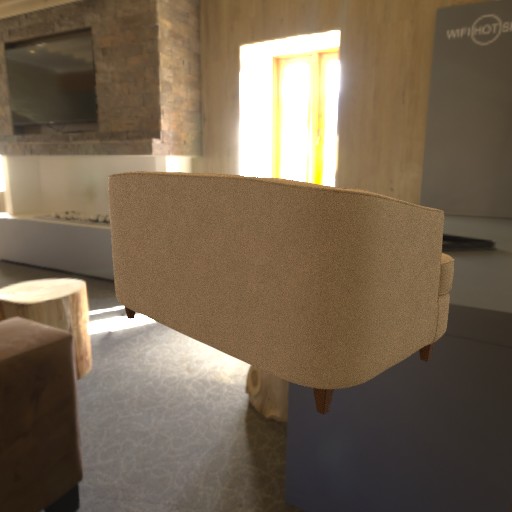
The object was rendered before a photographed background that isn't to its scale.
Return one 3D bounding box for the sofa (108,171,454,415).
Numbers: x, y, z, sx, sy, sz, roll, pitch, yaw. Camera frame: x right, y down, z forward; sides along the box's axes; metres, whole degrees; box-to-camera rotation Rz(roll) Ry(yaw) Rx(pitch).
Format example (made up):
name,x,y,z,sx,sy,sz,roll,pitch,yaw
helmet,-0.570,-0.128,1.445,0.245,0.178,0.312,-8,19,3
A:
name,x,y,z,sx,sy,sz,roll,pitch,yaw
sofa,0.000,0.000,2.322,1.731,0.878,0.940,12,18,43
